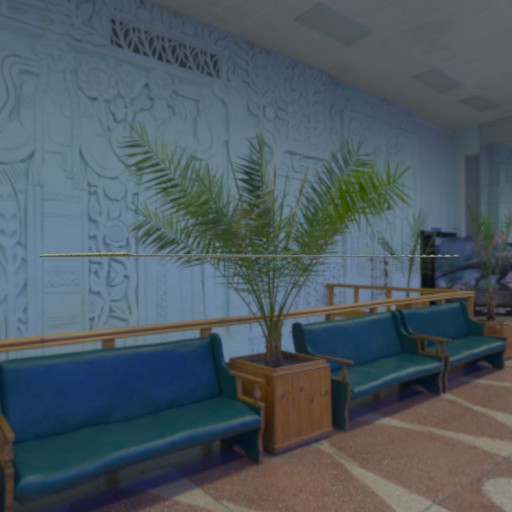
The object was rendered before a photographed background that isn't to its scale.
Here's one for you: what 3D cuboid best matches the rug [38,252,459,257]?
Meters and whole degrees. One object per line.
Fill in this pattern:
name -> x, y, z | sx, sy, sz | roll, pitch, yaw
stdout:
rug -> 0.000, 0.000, 2.999 | 2.435, 0.018, 1.540 | 0, 0, -37
